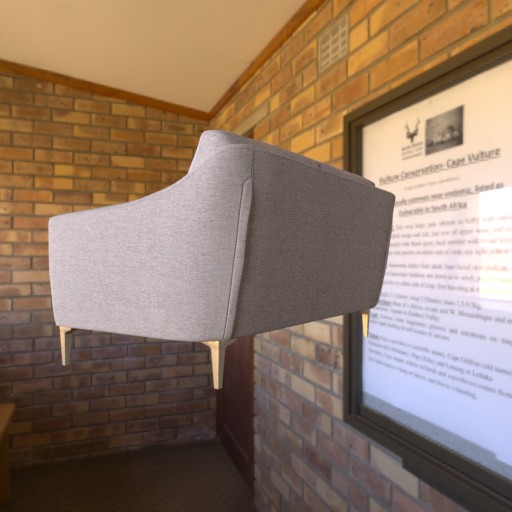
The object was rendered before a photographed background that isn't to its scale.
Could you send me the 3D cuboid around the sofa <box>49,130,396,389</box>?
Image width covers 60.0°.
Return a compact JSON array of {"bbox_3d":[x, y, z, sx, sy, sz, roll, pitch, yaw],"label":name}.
[{"bbox_3d":[0.000,0.000,2.178,0.960,0.904,1.619,0,-1,37],"label":"sofa"}]
